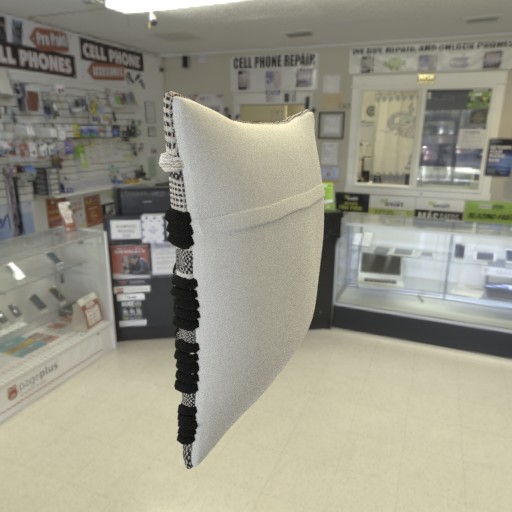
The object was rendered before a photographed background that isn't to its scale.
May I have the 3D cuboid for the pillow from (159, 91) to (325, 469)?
[{"bbox_3d":[0.000,0.000,0.671,0.156,0.438,0.436,7,17,24],"label":"pillow"}]
